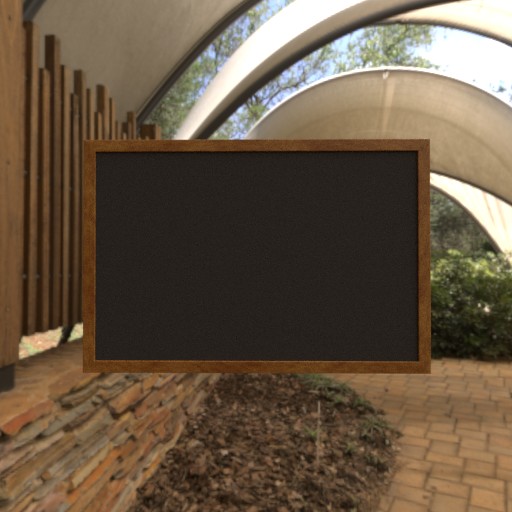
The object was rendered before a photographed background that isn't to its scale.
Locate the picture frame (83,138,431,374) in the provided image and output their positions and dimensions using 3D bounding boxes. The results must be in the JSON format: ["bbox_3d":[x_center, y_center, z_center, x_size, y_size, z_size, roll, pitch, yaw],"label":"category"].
[{"bbox_3d":[0.000,0.000,1.191,0.922,0.621,0.029,0,-1,1],"label":"picture frame"}]
